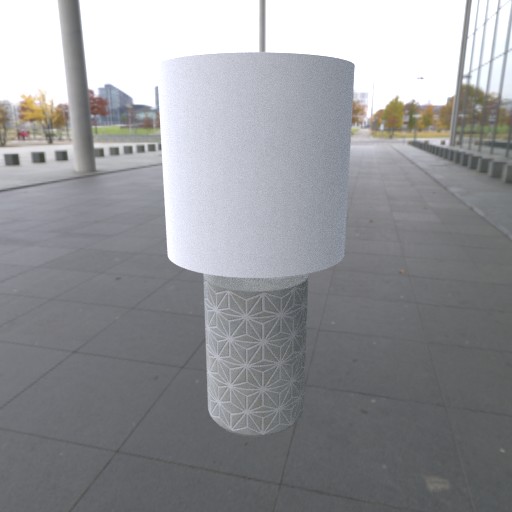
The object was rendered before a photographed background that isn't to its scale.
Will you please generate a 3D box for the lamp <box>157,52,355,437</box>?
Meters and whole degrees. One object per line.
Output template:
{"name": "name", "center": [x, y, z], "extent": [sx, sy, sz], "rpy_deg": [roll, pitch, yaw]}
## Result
{"name": "lamp", "center": [0.000, 0.000, 0.529], "extent": [0.206, 0.416, 0.206], "rpy_deg": [9, 18, 28]}
